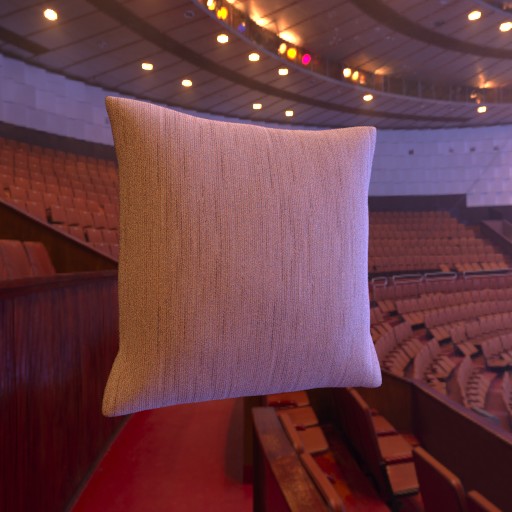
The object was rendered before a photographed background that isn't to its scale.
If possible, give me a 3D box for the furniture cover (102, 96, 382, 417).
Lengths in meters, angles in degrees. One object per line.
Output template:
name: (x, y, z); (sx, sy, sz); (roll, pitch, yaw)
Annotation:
furniture cover: (0.000, 0.000, 0.781); (0.512, 0.506, 0.178); (0, 0, -19)
